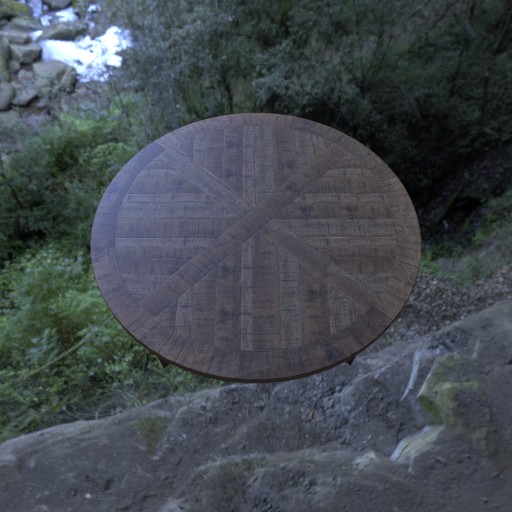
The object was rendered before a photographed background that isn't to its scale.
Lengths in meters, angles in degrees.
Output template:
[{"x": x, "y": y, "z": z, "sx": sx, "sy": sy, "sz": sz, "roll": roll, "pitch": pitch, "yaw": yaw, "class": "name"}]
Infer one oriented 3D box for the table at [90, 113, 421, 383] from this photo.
[{"x": 0.000, "y": 0.000, "z": 1.939, "sx": 1.264, "sy": 0.516, "sz": 1.264, "roll": 0, "pitch": 57, "yaw": 0, "class": "table"}]
